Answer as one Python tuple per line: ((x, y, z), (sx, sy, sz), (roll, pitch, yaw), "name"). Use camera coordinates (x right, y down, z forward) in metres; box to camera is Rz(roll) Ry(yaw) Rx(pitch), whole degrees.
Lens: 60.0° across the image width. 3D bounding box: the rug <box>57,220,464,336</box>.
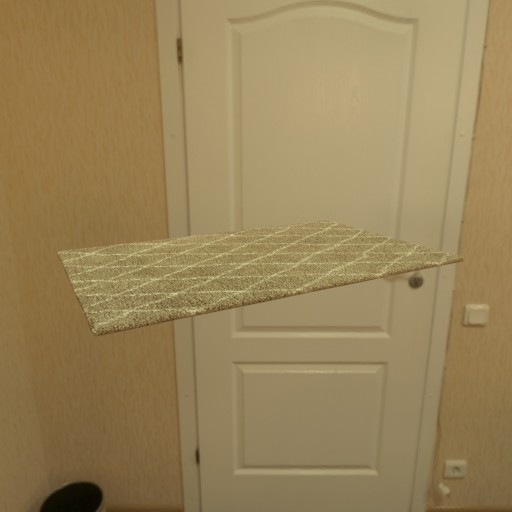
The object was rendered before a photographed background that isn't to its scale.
((0.000, 0.000, 3.113), (2.438, 0.030, 1.524), (-8, 18, -28), "rug")
